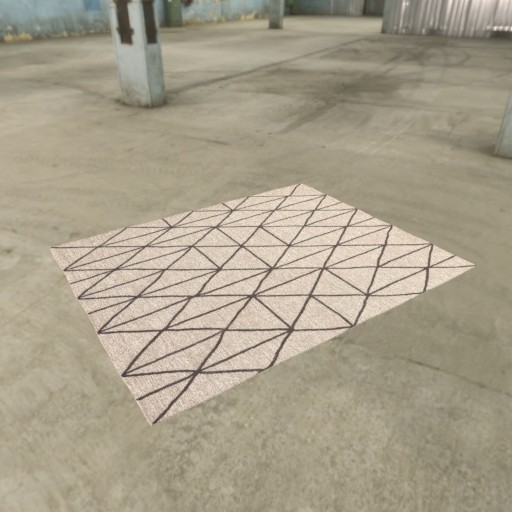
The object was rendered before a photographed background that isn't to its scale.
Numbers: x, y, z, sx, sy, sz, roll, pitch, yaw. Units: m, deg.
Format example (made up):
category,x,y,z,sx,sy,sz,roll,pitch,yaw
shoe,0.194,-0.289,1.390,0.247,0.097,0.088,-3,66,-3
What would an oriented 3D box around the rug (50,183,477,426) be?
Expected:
category,x,y,z,sx,sy,sz,roll,pitch,yaw
rug,0.000,0.000,4.033,3.061,0.022,2.468,-19,35,-29
